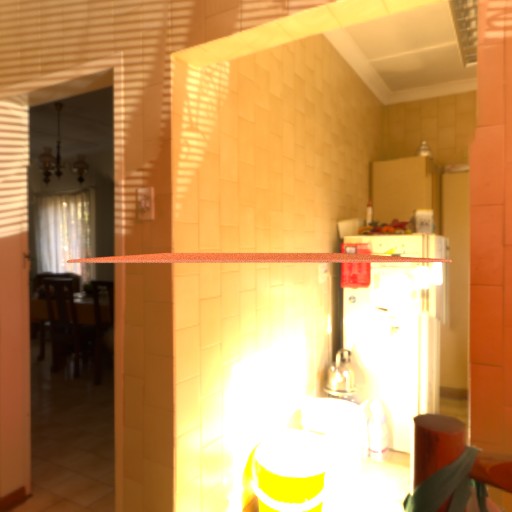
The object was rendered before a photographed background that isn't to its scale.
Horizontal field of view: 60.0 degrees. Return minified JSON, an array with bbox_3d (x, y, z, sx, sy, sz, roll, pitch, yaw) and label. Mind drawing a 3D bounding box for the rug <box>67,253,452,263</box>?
[{"bbox_3d":[0.000,0.000,2.803,1.524,0.013,2.134,0,1,-1],"label":"rug"}]
